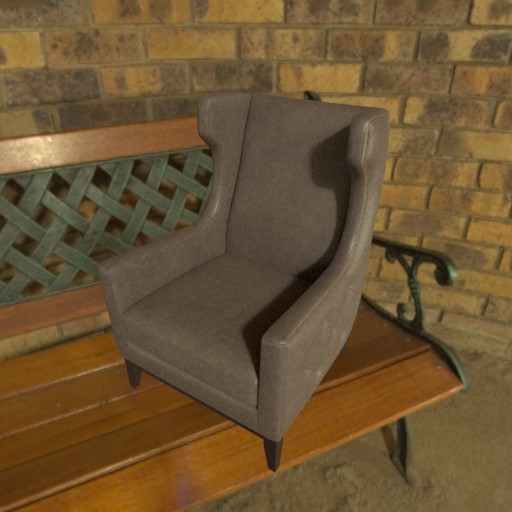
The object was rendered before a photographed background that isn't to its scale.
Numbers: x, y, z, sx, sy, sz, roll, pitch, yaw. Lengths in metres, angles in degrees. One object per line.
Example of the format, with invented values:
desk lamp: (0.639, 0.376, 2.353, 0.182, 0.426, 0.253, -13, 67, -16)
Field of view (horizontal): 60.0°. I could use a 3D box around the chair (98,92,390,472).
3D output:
chair: (0.000, 0.000, 1.692, 0.769, 1.079, 0.899, 18, 34, 29)
